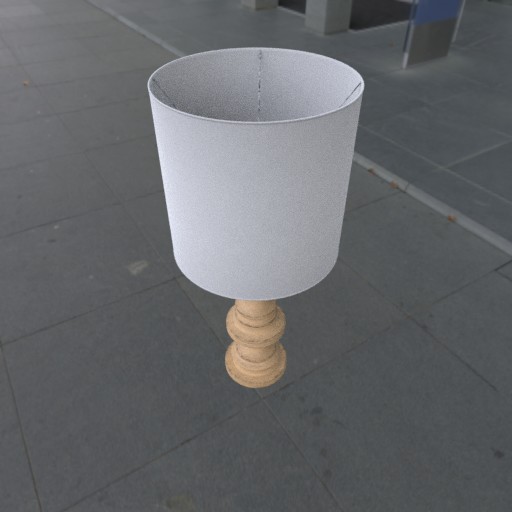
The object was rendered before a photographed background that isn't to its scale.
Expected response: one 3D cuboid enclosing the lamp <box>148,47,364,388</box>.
[{"bbox_3d":[0.000,0.000,0.580,0.208,0.455,0.208,-11,42,-13],"label":"lamp"}]
